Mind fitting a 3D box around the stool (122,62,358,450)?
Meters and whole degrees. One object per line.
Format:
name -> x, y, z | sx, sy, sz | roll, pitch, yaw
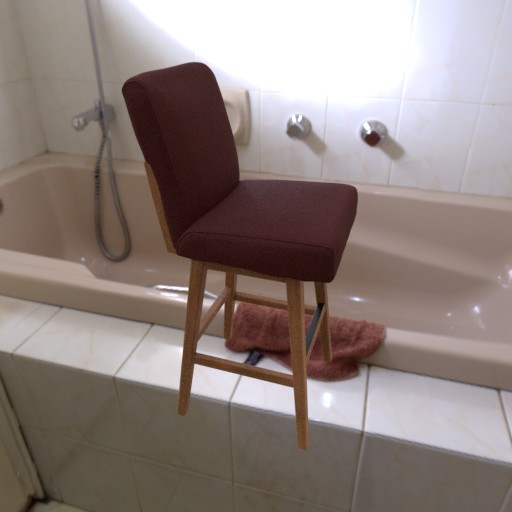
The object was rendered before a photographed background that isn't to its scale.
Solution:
stool -> 0.000, 0.000, 1.405 | 0.562, 1.093, 0.468 | 9, 30, 16
